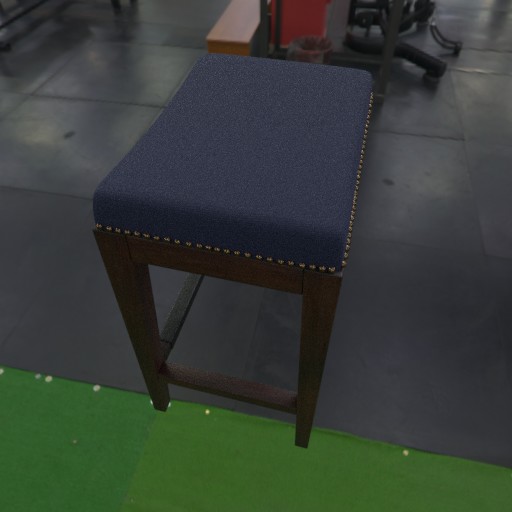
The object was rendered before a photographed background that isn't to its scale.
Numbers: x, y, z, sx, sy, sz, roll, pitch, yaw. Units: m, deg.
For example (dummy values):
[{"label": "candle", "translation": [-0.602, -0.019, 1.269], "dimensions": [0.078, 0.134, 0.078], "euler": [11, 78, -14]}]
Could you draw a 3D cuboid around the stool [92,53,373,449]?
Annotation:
[{"label": "stool", "translation": [0.000, 0.000, 0.936], "dimensions": [0.361, 0.642, 0.500], "euler": [11, 48, 10]}]
